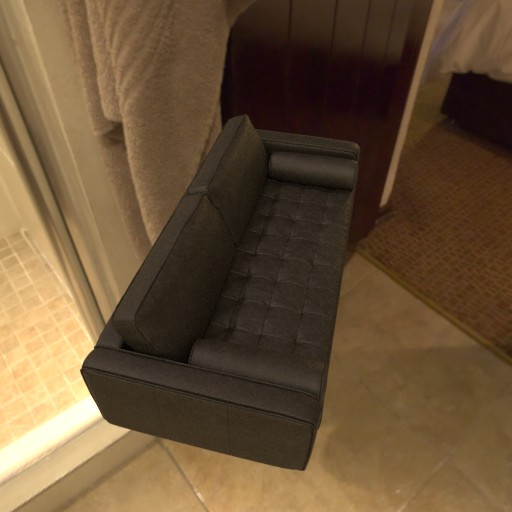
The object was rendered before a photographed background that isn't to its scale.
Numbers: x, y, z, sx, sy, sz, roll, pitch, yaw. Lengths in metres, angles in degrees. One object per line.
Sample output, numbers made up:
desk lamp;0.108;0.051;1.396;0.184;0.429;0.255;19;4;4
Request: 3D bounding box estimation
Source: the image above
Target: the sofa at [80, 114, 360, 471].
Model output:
sofa;0.000;0.000;2.321;0.921;0.770;1.879;10;46;10
